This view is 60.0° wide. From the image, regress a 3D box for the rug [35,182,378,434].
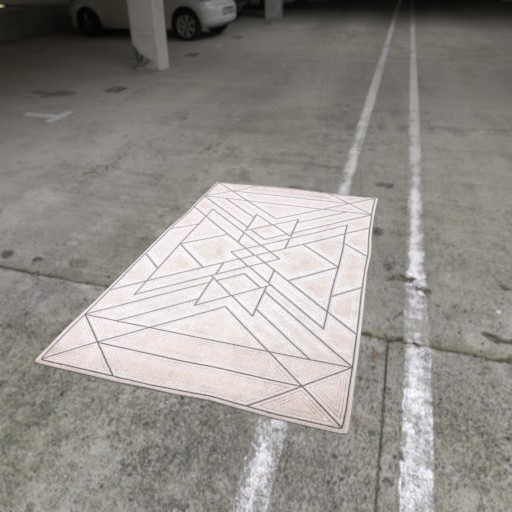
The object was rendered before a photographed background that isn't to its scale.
[{"bbox_3d":[0.000,0.000,1.025,0.511,0.008,0.869,8,31,14],"label":"rug"}]
